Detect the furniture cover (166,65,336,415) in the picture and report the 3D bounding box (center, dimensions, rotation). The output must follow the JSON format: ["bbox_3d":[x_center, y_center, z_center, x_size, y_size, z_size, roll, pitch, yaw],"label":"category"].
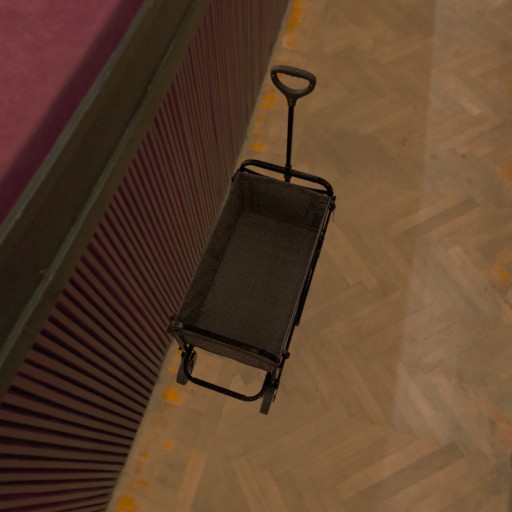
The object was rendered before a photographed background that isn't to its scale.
[{"bbox_3d":[0.000,0.000,1.840,0.532,1.295,1.038,17,65,8],"label":"furniture cover"}]
